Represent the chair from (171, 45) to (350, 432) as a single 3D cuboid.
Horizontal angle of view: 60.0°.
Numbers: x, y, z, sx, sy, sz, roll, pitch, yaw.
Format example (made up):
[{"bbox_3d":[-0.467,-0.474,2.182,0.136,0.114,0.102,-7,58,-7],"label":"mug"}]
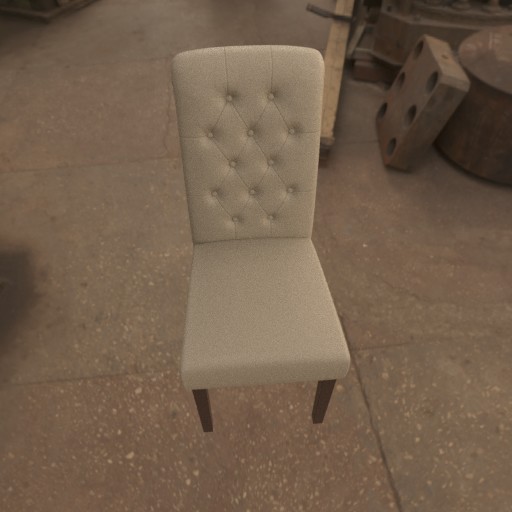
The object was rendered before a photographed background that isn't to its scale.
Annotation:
[{"bbox_3d":[0.000,0.000,1.341,0.456,1.006,0.671,-3,47,-3],"label":"chair"}]
